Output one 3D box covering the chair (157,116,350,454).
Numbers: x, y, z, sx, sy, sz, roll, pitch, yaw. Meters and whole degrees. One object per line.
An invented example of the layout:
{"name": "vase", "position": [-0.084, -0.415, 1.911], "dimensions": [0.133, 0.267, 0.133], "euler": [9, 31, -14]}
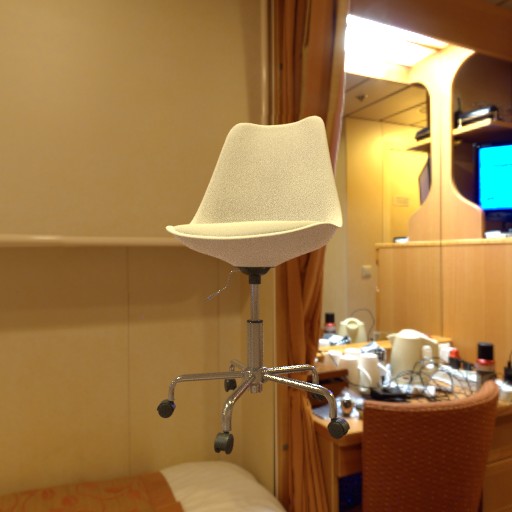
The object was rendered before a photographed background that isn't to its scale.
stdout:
{"name": "chair", "position": [0.000, 0.000, 1.285], "dimensions": [0.550, 0.930, 0.550], "euler": [0, 0, 18]}
